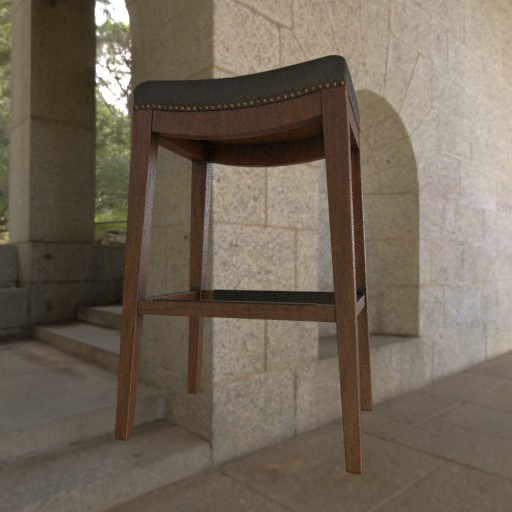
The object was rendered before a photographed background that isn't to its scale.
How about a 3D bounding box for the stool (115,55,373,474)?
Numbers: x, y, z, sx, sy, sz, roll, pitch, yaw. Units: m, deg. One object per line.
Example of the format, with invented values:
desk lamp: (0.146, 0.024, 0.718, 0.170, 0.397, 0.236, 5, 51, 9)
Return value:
stool: (0.000, 0.000, 1.019, 0.500, 0.765, 0.361, 0, -1, 18)
